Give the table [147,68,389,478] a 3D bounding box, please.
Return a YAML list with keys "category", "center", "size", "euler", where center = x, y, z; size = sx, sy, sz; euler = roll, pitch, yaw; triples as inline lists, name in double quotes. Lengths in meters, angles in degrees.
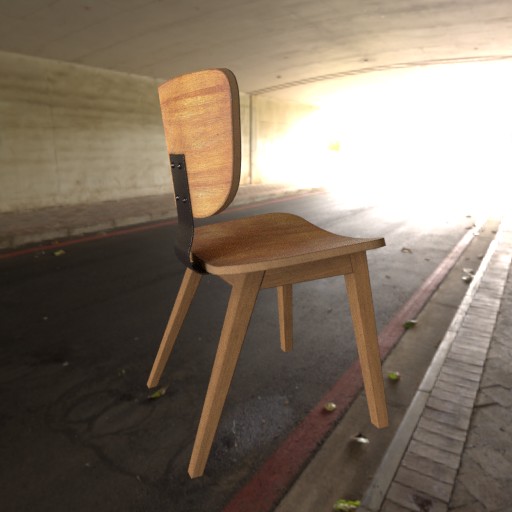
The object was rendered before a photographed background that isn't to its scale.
- category: "table"
  center: [0.000, 0.000, 1.113]
  size: [0.500, 0.805, 0.499]
  euler: [-6, 15, -25]
